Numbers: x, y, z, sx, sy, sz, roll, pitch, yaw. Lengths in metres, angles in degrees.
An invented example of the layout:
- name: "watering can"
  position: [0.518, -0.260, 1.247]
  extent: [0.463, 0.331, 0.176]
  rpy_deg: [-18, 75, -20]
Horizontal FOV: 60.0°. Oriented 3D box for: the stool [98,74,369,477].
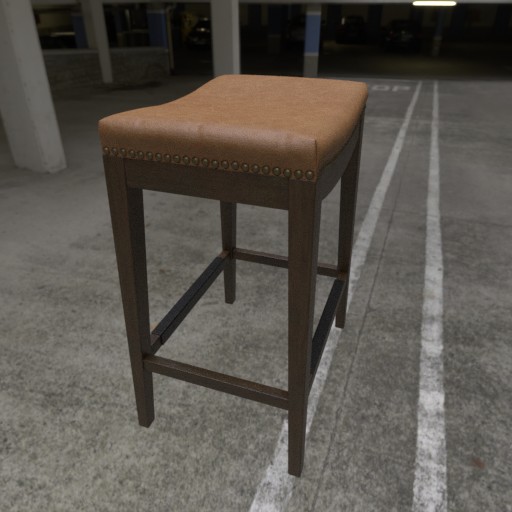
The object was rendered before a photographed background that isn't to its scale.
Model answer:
- name: "stool"
  position: [0.000, 0.000, 0.949]
  extent: [0.361, 0.660, 0.500]
  rpy_deg: [10, 32, 17]
